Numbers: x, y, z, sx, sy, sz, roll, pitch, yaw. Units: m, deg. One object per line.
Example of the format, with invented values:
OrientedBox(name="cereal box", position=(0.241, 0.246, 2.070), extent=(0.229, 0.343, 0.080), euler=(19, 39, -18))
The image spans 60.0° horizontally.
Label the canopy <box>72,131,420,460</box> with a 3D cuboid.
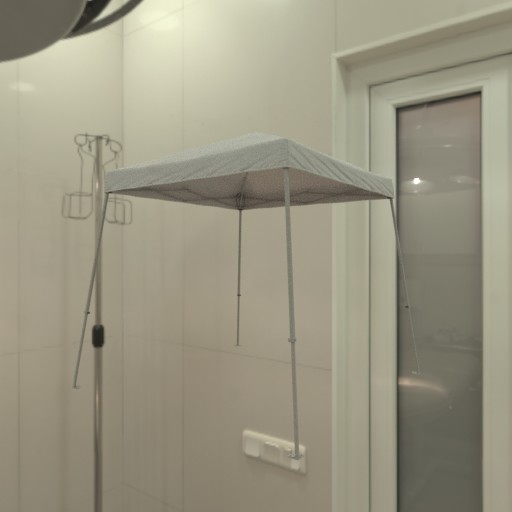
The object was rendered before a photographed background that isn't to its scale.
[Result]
OrientedBox(name="canopy", position=(0.000, 0.000, 5.087), extent=(2.848, 2.849, 2.849), euler=(0, 0, 37))
